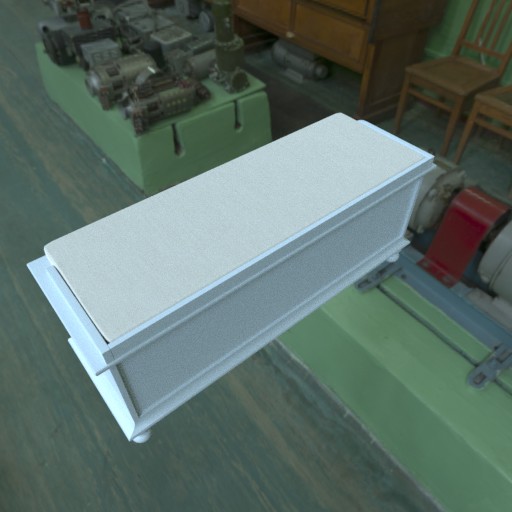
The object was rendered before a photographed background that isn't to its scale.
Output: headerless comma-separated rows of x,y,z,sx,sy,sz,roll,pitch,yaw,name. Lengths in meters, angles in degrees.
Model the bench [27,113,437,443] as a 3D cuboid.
0.000,0.000,1.423,1.185,0.486,0.402,-30,53,-26,bench
